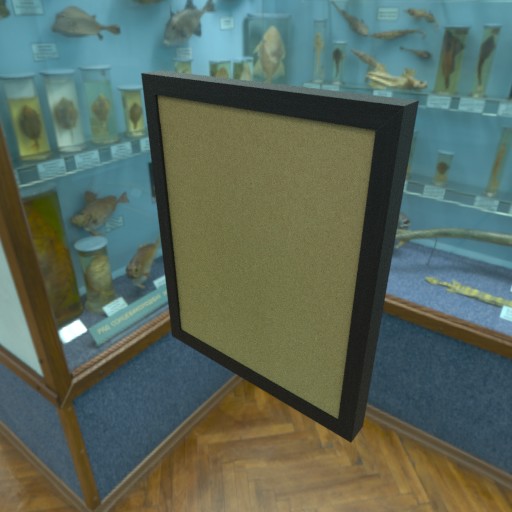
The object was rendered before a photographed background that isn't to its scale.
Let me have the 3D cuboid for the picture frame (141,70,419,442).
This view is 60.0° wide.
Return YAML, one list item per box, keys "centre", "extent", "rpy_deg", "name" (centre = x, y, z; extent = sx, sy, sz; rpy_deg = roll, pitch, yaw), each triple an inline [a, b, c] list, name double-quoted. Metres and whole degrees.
- centre: [0.000, 0.000, 0.761]
  extent: [0.452, 0.555, 0.044]
  rpy_deg: [21, 36, 33]
  name: "picture frame"
